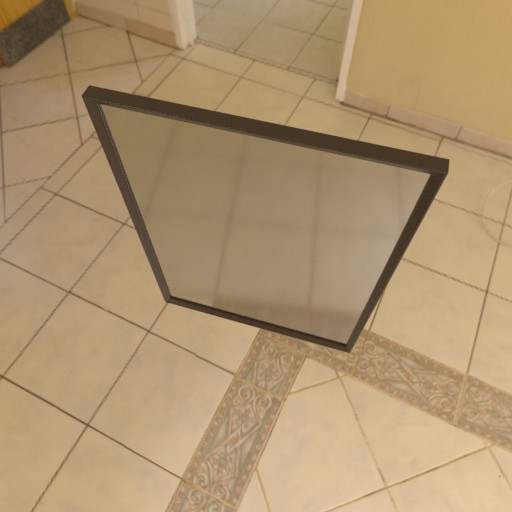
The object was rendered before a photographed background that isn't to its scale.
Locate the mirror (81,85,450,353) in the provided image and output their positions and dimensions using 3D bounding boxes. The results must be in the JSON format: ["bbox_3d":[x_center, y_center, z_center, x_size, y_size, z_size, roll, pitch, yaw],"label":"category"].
[{"bbox_3d":[0.000,0.000,1.328,0.762,1.016,0.041,14,60,8],"label":"mirror"}]
